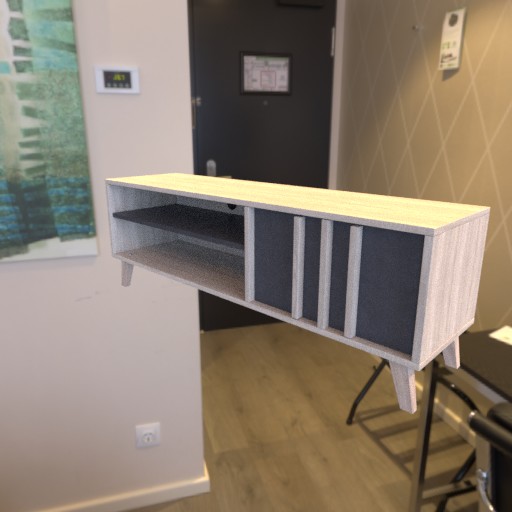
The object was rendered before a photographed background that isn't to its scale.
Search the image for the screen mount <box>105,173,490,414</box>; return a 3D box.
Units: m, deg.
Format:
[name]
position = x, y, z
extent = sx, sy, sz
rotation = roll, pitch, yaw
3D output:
[screen mount]
position = 0.000, 0.000, 1.711
extent = 1.500, 0.509, 0.401
rotation = 15, 22, 41
